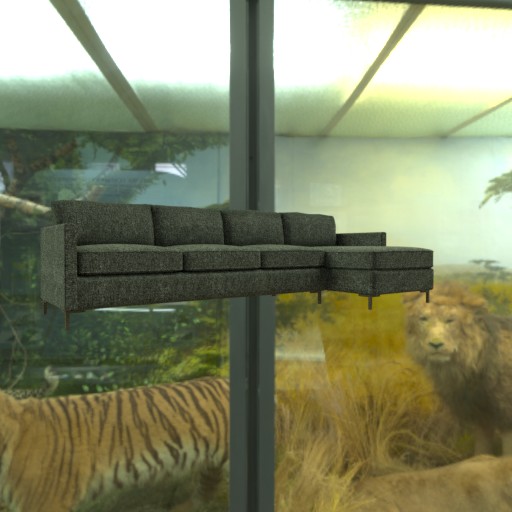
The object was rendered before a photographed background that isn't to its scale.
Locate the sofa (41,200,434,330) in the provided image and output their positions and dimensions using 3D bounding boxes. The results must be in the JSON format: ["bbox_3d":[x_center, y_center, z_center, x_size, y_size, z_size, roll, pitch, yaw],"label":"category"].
[{"bbox_3d":[0.000,0.000,4.088,3.384,0.970,1.488,-1,1,-35],"label":"sofa"}]
